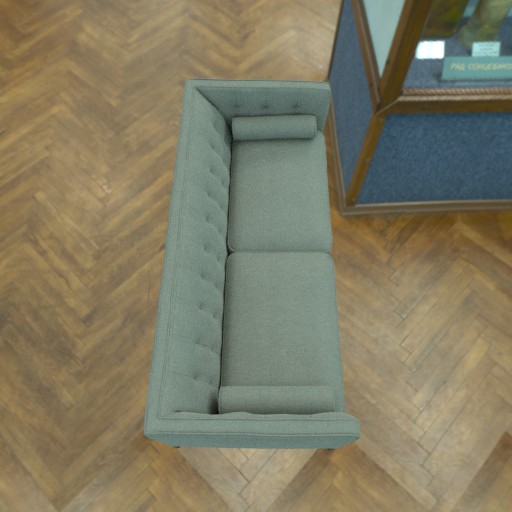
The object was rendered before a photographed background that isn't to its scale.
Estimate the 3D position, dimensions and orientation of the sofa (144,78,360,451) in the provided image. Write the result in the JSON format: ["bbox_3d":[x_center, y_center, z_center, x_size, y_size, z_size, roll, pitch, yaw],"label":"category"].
[{"bbox_3d":[0.000,0.000,2.614,0.912,0.798,2.079,1,63,0],"label":"sofa"}]
